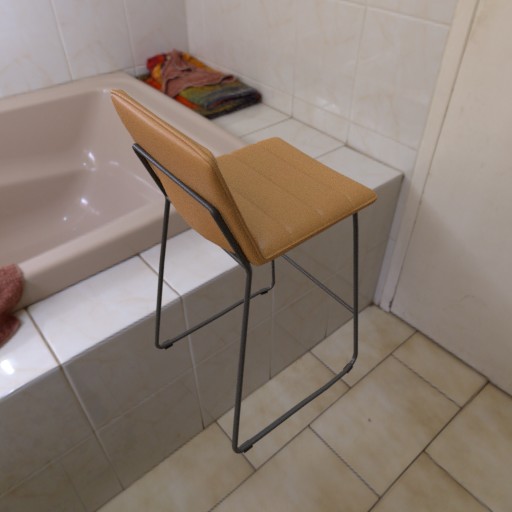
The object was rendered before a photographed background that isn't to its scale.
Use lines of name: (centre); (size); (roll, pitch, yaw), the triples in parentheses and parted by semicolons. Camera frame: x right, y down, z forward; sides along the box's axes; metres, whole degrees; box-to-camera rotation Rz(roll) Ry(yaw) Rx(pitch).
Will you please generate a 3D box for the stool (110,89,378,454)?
stool: (0.000, 0.000, 1.226); (0.524, 0.936, 0.489); (-27, 48, -27)
